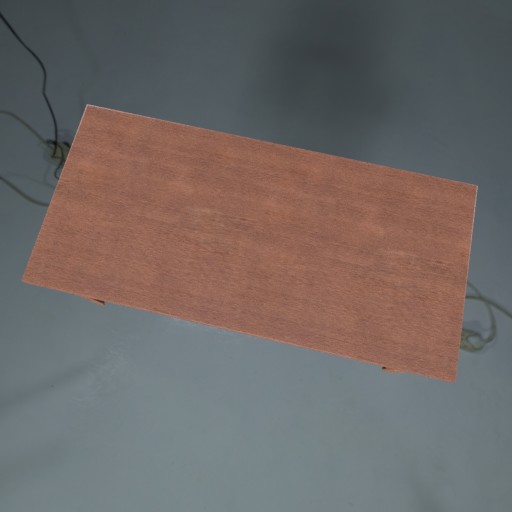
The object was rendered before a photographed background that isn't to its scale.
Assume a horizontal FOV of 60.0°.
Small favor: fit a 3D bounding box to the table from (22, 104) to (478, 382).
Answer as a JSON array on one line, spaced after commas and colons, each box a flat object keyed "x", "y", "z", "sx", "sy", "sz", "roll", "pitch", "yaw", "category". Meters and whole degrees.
[{"x": 0.000, "y": 0.000, "z": 1.287, "sx": 1.016, "sy": 0.457, "sz": 0.483, "roll": 13, "pitch": 76, "yaw": 3, "category": "table"}]
